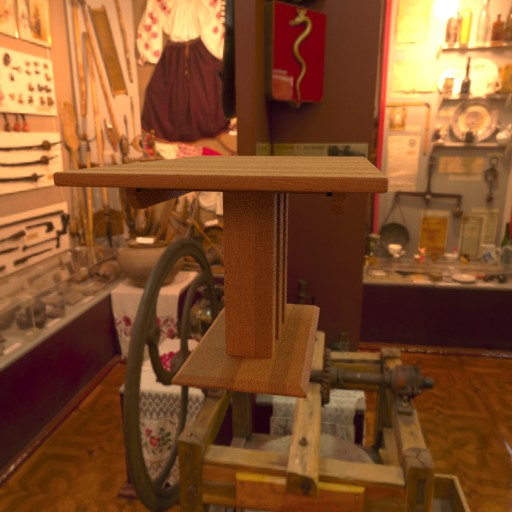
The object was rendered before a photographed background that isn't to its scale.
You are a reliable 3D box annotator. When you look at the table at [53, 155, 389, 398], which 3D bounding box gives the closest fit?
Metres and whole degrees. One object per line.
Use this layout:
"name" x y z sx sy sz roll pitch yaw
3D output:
"table" 0.000 0.000 1.855 0.900 0.770 1.300 3 15 11
